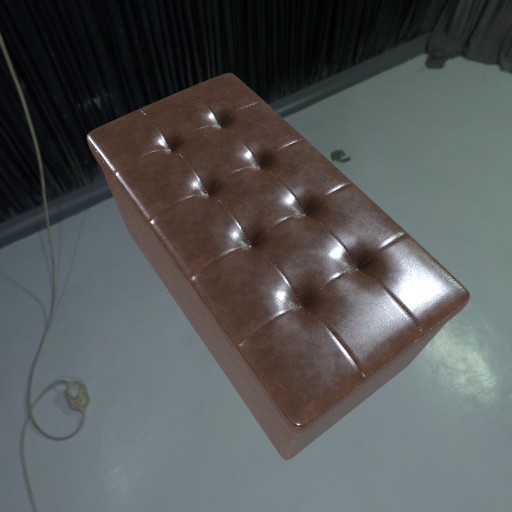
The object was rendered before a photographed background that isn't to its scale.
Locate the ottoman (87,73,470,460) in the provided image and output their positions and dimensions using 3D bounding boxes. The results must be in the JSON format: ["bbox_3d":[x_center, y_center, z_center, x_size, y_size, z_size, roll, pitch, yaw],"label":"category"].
[{"bbox_3d":[0.000,0.000,1.125,0.432,0.470,0.838,-31,63,-18],"label":"ottoman"}]
